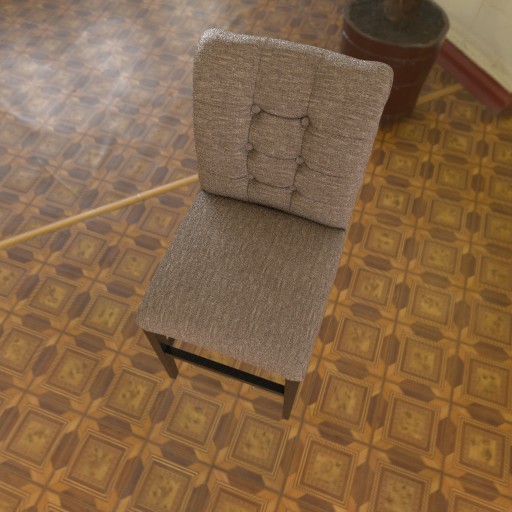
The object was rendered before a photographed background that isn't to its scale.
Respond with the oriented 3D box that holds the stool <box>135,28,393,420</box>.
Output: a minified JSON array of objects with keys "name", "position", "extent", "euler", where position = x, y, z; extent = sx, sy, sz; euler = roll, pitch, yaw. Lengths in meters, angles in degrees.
[{"name":"stool","position":[0.000,0.000,1.258],"extent":[0.457,0.970,0.611],"euler":[17,60,10]}]
